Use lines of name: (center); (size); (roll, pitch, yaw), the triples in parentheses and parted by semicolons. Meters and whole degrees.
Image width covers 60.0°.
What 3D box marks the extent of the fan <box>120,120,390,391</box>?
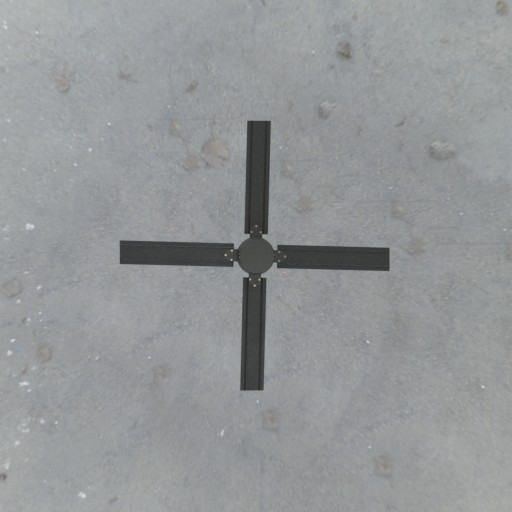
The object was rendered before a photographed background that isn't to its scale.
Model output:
fan: (0.000, 0.000, 2.034); (1.319, 0.410, 1.319); (0, 90, -1)
